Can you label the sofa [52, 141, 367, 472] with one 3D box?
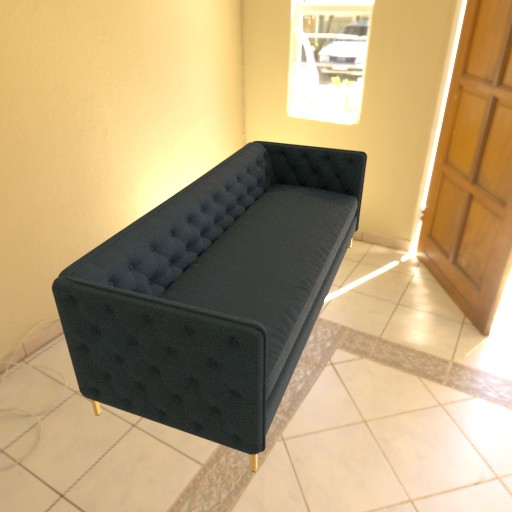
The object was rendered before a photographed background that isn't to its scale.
[{"bbox_3d":[0.000,0.000,2.619,0.895,0.771,2.209,11,32,18],"label":"sofa"}]
